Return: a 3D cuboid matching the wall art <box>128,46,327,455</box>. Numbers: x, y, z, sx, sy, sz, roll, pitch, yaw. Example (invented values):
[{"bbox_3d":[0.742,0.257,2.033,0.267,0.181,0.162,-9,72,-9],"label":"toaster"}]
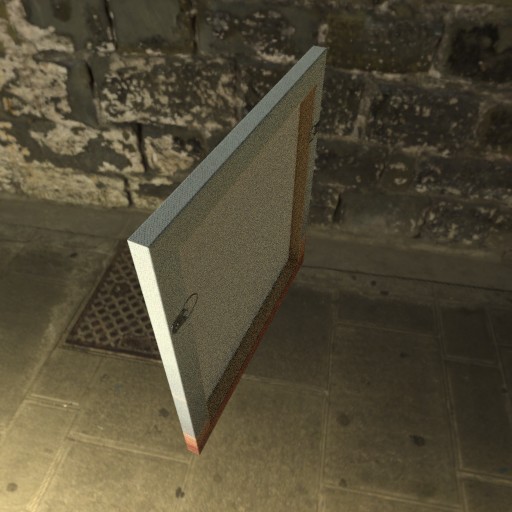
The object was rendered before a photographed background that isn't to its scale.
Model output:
[{"bbox_3d":[0.000,0.000,0.890,0.034,0.605,0.605,18,49,17],"label":"wall art"}]
